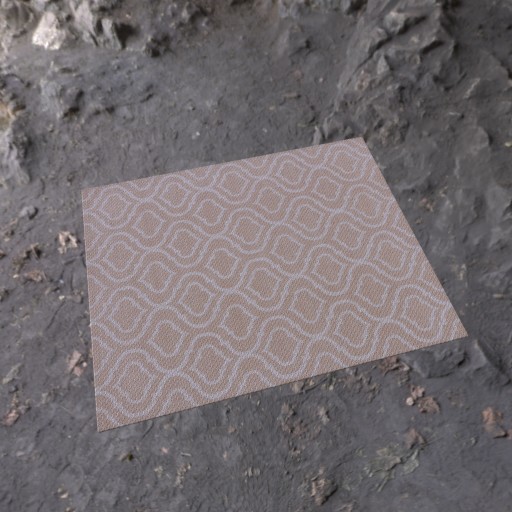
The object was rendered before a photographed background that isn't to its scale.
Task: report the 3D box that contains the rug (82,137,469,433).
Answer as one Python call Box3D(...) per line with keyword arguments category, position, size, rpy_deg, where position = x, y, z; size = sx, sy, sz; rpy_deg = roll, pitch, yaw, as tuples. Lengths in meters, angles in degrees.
Box3D(category="rug", position=(0.000, 0.000, 3.900), size=(2.894, 0.013, 2.286), rpy_deg=(-12, 59, -7))
